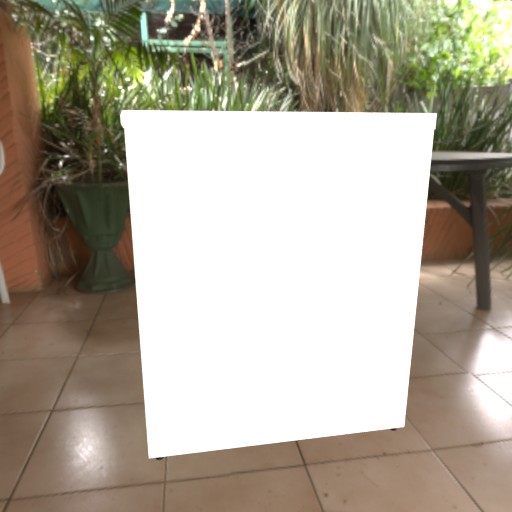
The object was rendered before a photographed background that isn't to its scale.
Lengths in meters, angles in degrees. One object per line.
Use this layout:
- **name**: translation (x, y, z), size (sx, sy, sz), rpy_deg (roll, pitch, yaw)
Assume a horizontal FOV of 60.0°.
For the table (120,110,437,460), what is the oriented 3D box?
- **table**: translation (0.000, 0.000, 0.777), size (0.380, 0.460, 0.420), rpy_deg (-3, 15, -10)
